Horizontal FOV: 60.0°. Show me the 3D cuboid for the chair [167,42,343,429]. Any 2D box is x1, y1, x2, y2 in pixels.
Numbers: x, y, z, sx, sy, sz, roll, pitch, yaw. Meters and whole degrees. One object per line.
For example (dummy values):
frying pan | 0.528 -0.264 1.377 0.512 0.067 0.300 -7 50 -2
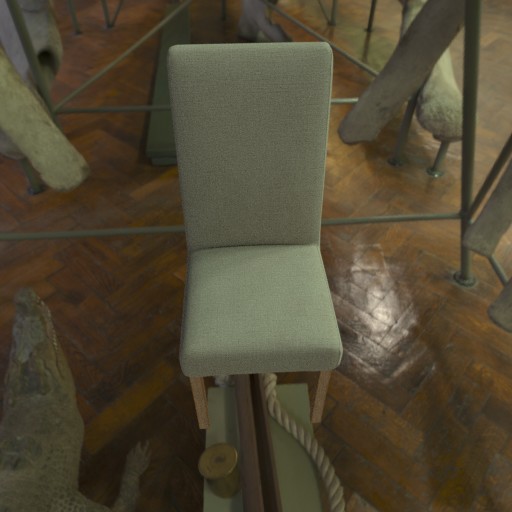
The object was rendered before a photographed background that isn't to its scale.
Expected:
chair | 0.000 0.000 1.340 0.450 1.033 0.611 -2 46 -2
